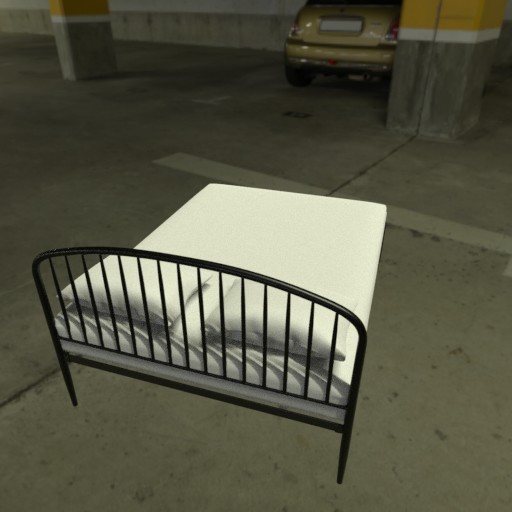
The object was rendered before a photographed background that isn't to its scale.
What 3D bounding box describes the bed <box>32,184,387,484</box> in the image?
[{"bbox_3d":[0.000,0.000,3.009,1.618,1.166,2.159,9,31,16],"label":"bed"}]
